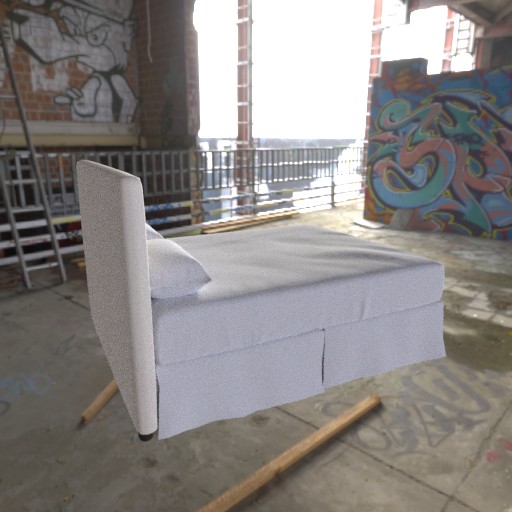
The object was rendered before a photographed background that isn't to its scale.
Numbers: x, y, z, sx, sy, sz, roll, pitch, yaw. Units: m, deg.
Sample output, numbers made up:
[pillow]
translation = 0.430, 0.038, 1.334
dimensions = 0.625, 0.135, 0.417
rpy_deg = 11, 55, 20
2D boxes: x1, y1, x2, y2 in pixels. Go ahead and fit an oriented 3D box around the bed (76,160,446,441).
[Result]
[bed]
translation = 0.000, 0.000, 3.156
dimensions = 2.142, 1.330, 1.713
rpy_deg = -8, 17, -26
